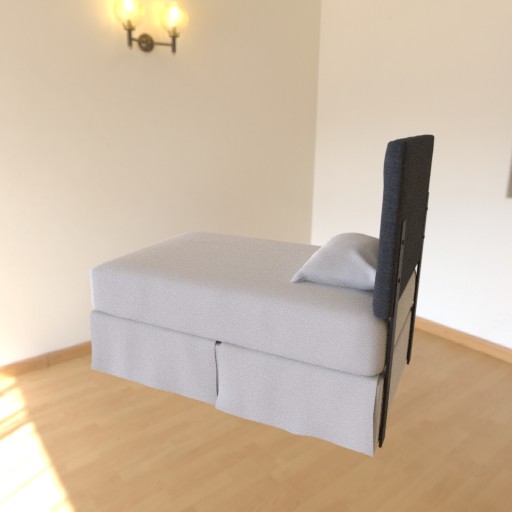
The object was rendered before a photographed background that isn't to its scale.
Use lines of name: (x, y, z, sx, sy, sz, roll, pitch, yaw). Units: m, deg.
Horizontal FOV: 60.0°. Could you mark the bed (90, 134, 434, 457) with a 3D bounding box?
bed: (0.000, 0.000, 2.966, 1.997, 1.571, 1.261, 8, 18, 25)
